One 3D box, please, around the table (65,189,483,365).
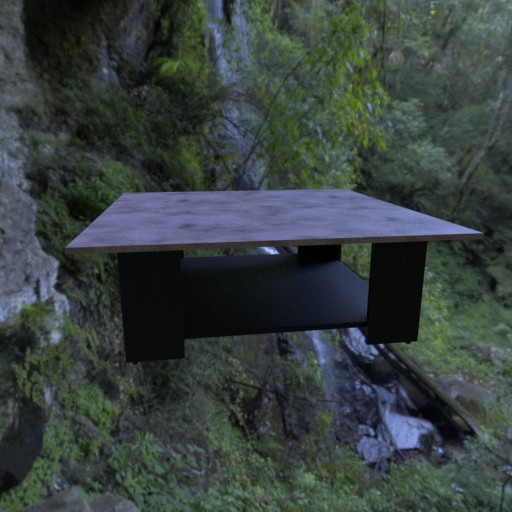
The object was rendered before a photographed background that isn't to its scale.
[{"bbox_3d":[0.000,0.000,1.389,0.890,0.305,0.890,-2,15,-9],"label":"table"}]
